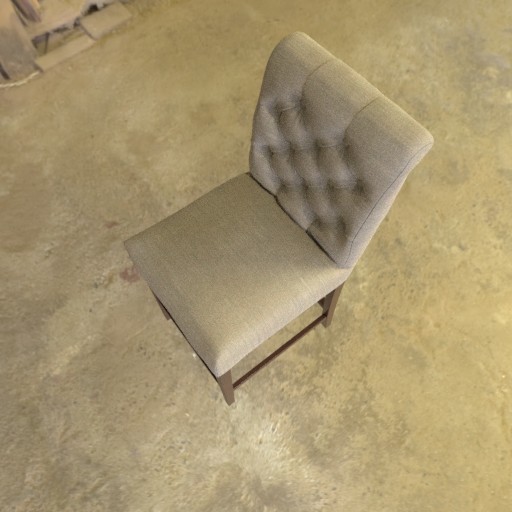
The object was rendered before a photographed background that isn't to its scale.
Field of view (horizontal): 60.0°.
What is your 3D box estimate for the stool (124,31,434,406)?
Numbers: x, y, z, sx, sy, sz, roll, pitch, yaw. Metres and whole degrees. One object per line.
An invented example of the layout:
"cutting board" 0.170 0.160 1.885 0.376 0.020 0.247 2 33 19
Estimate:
"stool" 0.000 0.000 1.416 0.660 1.084 0.486 -34 68 -16
